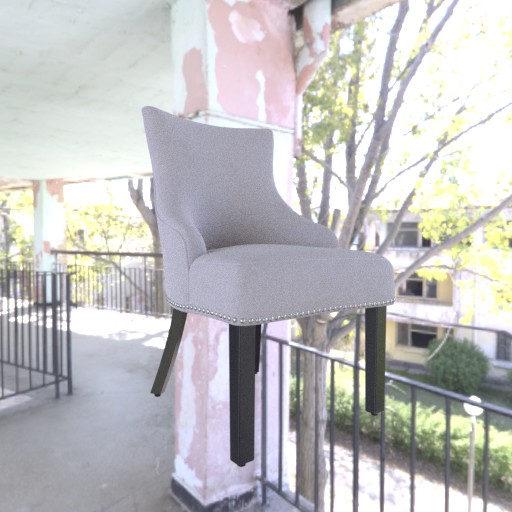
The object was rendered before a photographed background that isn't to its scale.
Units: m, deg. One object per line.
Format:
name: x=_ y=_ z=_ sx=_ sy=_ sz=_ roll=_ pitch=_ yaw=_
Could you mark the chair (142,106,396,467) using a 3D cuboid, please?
chair: x=0.000 y=0.000 z=1.322 sx=0.566 sy=0.909 sz=0.629 roll=-2 pitch=3 yaw=-37
